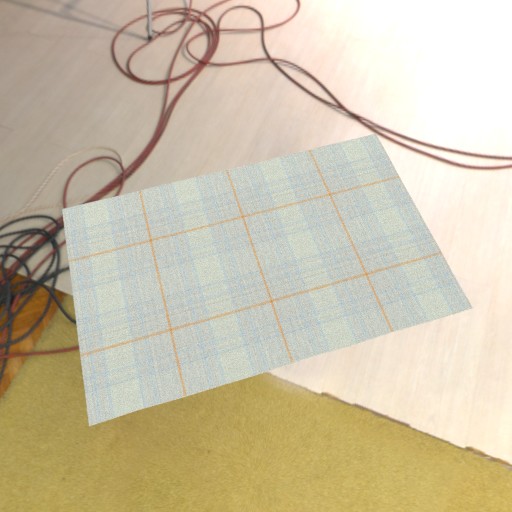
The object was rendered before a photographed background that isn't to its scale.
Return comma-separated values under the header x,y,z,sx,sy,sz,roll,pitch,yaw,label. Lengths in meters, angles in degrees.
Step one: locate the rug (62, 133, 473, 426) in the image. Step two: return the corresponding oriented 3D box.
x,y,z,sx,sy,sz,roll,pitch,yaw,label
0.000,0.000,3.008,2.442,0.016,1.527,-15,64,-8,rug
